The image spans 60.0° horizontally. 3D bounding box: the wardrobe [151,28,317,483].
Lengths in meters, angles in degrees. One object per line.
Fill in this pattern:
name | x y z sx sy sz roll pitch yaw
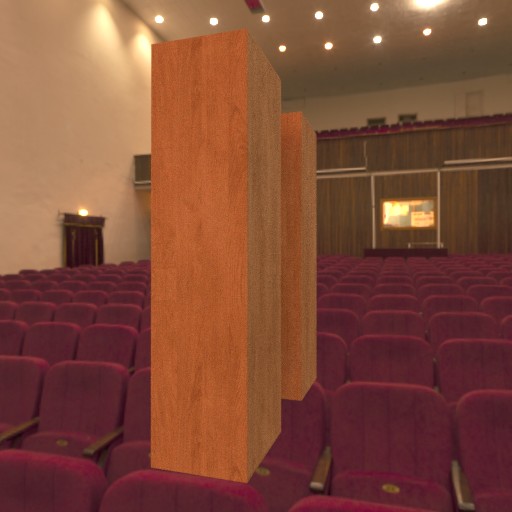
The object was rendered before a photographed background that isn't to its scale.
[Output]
wardrobe | 0.000 0.000 2.866 0.480 2.000 1.770 0 0 18
